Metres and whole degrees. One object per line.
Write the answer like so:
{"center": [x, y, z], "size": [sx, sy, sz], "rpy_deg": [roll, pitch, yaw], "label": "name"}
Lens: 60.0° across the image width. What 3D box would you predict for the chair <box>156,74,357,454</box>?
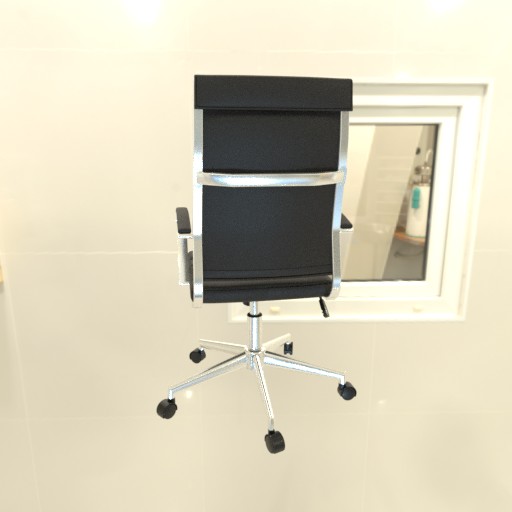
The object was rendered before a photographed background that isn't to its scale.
{"center": [0.000, 0.000, 1.630], "size": [0.766, 1.149, 0.739], "rpy_deg": [-2, 14, -9], "label": "chair"}
